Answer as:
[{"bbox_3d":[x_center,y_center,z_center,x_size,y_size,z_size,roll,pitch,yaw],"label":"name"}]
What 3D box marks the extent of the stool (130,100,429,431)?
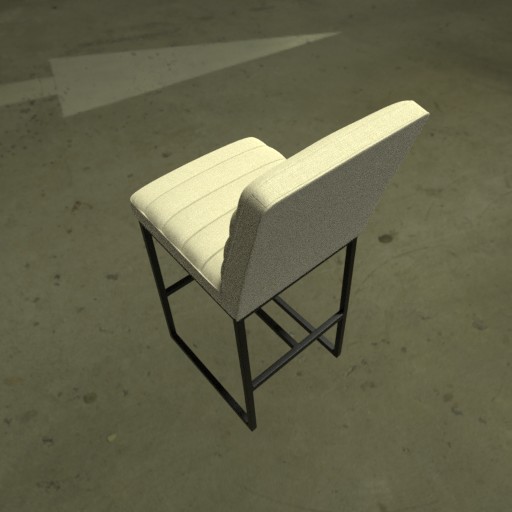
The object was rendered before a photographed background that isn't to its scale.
[{"bbox_3d":[0.000,0.000,1.299,0.460,1.040,0.560,-33,56,-26],"label":"stool"}]
